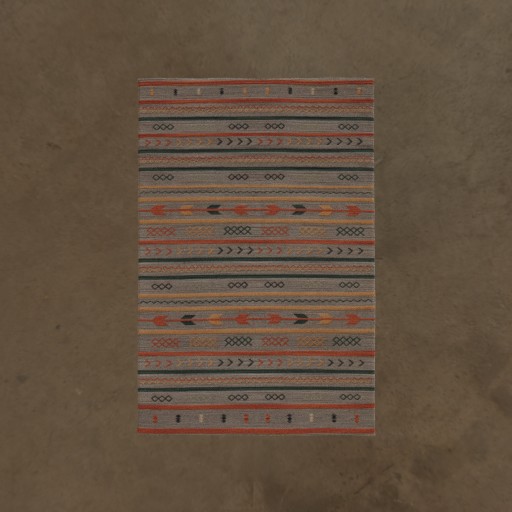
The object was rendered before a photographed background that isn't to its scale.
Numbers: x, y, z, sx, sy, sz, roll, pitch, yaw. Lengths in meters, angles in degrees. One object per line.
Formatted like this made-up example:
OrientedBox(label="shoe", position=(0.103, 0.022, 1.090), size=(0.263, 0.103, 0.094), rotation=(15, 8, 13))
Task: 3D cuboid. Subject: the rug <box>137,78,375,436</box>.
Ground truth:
OrientedBox(label="rug", position=(0.000, 0.000, 2.276), size=(1.220, 0.017, 1.835), rotation=(0, 89, 0))
